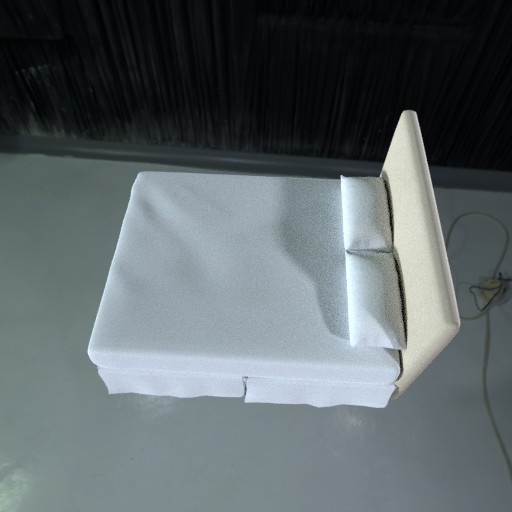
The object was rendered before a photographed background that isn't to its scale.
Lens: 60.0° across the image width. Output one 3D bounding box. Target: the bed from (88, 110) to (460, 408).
[{"bbox_3d":[0.000,0.000,3.162,2.142,1.330,1.723,3,56,2],"label":"bed"}]
